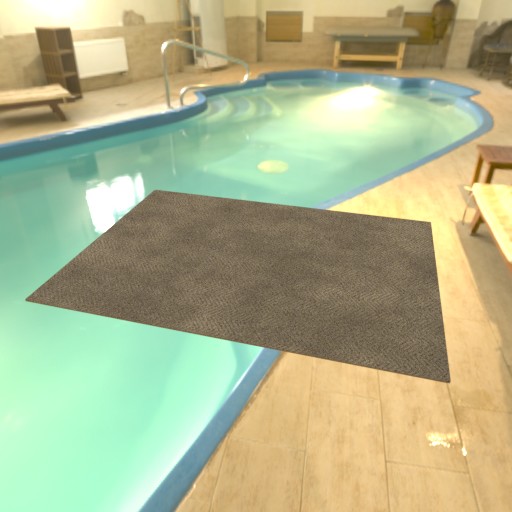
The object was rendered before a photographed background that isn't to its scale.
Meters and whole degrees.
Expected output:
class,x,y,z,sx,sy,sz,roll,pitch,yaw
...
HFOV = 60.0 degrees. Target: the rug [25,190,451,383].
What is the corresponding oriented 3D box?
class,x,y,z,sx,sy,sz,roll,pitch,yaw
rug,0.000,0.000,2.871,2.235,0.008,1.600,8,33,13
